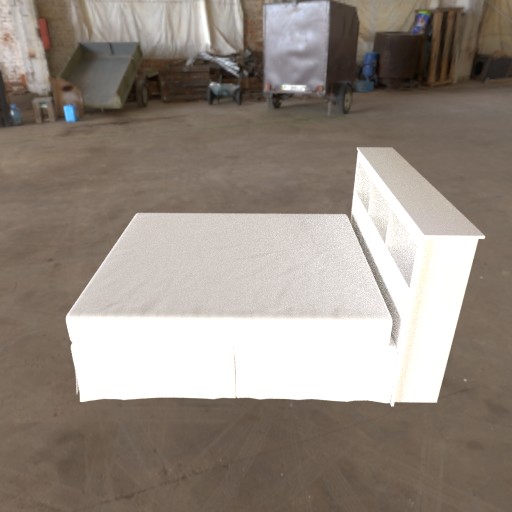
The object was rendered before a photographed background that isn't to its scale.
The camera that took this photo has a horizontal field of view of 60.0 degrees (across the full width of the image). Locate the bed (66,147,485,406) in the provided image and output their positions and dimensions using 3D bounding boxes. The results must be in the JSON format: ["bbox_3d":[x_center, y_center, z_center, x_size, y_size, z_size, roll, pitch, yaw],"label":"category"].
[{"bbox_3d":[0.000,0.000,3.040,2.133,1.092,1.671,0,27,1],"label":"bed"}]
